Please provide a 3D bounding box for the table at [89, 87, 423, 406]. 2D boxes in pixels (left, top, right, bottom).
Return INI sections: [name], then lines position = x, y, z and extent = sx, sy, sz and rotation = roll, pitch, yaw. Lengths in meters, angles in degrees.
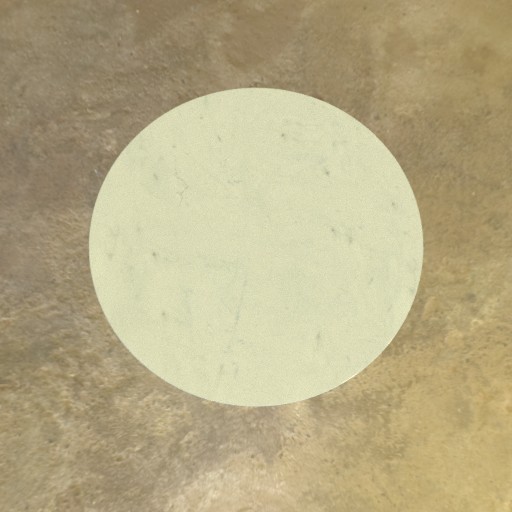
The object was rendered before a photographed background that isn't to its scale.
[table]
position = 0.000, 0.000, 1.280
extent = 0.800, 0.450, 0.800
rotation = 0, 74, 0
